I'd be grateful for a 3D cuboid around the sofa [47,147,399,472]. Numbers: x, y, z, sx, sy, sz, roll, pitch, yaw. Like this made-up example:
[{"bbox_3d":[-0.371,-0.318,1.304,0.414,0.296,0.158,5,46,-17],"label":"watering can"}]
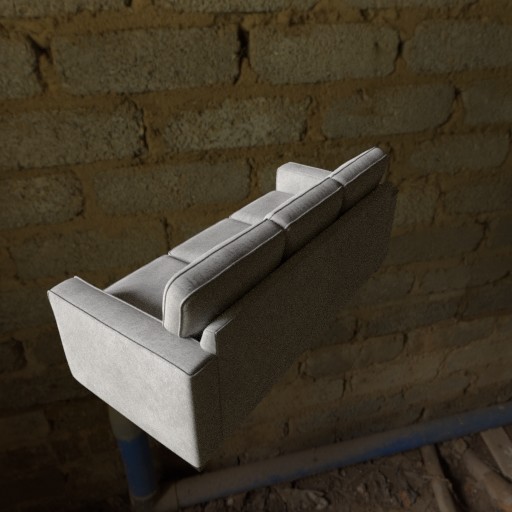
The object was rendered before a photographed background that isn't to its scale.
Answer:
[{"bbox_3d":[0.000,0.000,2.651,0.939,0.965,2.133,21,38,30],"label":"sofa"}]
